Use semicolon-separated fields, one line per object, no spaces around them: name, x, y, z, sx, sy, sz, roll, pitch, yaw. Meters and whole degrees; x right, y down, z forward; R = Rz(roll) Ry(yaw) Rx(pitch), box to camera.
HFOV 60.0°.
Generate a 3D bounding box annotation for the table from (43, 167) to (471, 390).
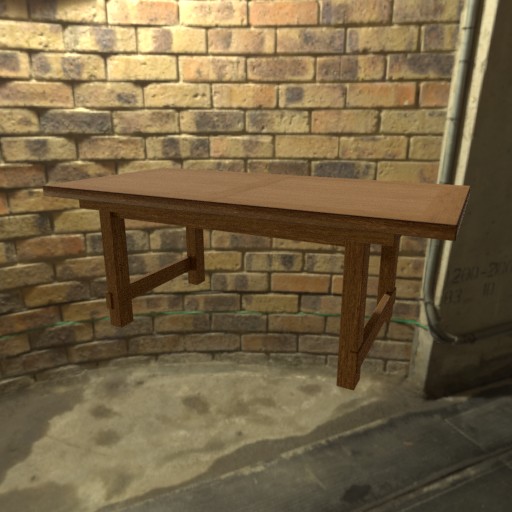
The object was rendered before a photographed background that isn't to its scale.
table;0.000;0.000;2.404;1.982;0.762;1.000;9;19;26
